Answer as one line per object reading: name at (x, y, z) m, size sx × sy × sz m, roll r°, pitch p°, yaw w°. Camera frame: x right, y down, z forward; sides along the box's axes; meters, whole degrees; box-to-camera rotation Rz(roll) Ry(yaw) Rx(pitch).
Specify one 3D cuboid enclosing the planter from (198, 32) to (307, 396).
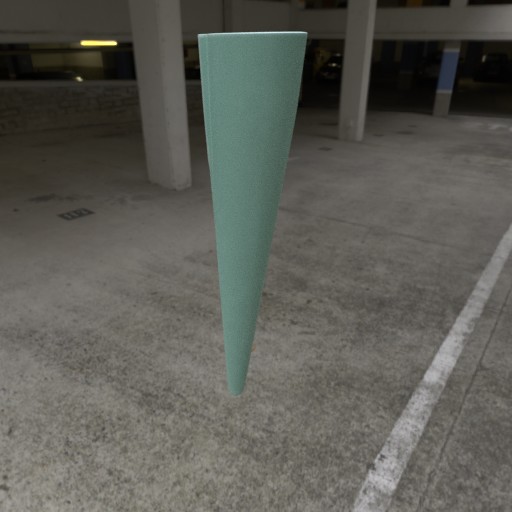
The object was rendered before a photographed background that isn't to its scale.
planter at (0.000, 0.000, 0.297) m, size 0.055 × 0.268 × 0.054 m, roll 17°, pitch 31°, yaw 31°
